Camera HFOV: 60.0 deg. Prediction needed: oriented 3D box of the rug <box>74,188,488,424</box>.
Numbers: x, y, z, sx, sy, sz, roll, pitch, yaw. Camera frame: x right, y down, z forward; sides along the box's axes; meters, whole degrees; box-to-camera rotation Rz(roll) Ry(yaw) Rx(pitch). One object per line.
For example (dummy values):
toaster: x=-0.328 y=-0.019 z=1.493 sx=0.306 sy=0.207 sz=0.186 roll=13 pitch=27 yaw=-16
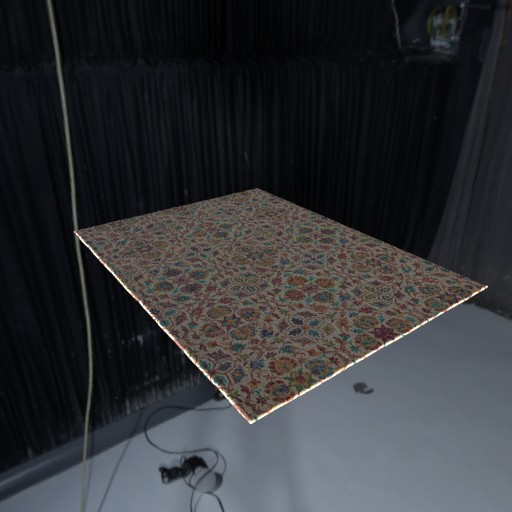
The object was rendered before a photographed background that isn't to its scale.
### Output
rug: x=0.000 y=0.000 z=4.204 sx=2.446 sy=0.020 sz=3.215 roll=-18 pitch=32 yaw=-32
